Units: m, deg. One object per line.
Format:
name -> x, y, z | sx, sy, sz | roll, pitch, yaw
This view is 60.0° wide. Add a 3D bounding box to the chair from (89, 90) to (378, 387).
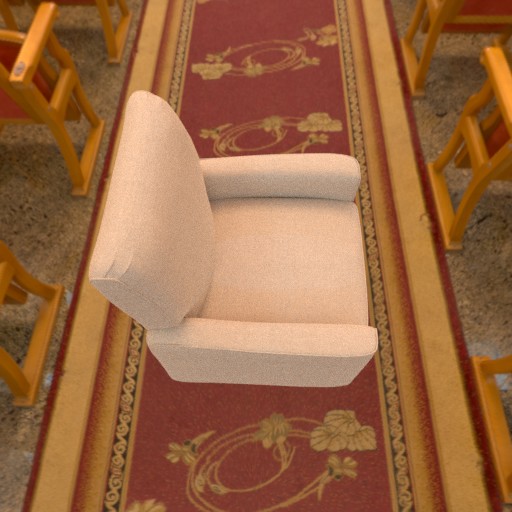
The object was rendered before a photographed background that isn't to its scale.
chair -> 0.000, 0.000, 1.687 | 0.858, 1.023, 0.841 | 1, 62, 1
